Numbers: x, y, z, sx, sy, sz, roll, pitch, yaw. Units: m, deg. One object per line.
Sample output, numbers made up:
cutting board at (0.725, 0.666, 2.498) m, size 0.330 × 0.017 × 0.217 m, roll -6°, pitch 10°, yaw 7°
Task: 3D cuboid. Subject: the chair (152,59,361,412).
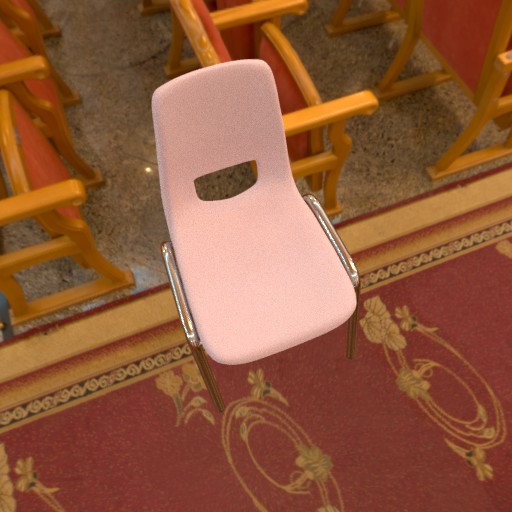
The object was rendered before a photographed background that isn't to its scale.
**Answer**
chair at (0.000, 0.000, 0.863) m, size 0.354 × 0.586 × 0.423 m, roll -19°, pitch 66°, yaw -9°
